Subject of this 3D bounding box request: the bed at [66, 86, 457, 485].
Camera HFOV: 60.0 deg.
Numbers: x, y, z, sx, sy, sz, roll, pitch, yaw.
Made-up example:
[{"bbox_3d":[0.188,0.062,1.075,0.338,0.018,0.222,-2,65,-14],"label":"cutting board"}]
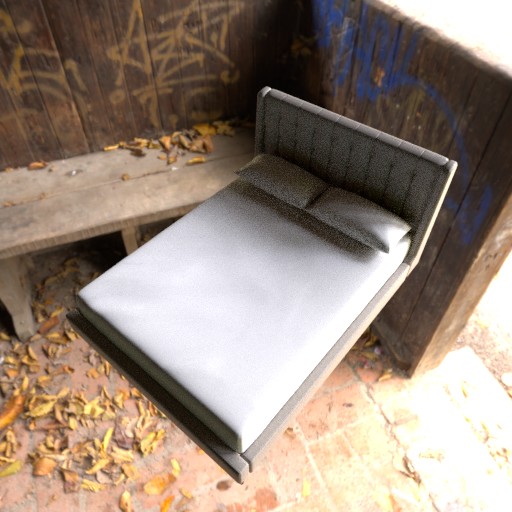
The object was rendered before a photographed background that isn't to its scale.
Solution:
[{"bbox_3d":[0.000,0.000,3.141,1.656,1.147,2.232,32,55,26],"label":"bed"}]
